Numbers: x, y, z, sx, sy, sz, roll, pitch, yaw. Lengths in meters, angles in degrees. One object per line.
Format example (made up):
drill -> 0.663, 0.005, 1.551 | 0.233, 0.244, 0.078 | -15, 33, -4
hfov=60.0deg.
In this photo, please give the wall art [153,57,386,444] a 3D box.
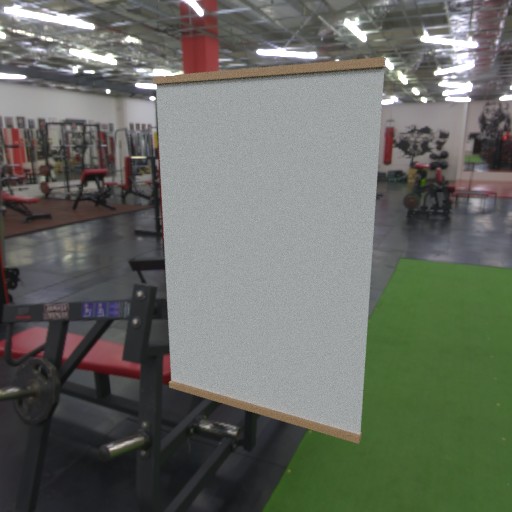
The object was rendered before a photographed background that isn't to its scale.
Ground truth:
wall art -> 0.000, 0.000, 0.648 | 0.335, 0.510, 0.013 | 7, 16, 26
